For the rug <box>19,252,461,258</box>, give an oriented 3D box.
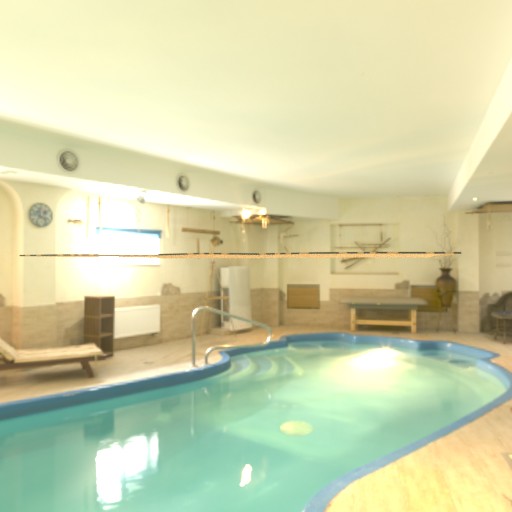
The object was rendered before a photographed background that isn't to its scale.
[{"bbox_3d":[0.000,0.000,2.699,2.135,0.013,1.524,0,-1,18],"label":"rug"}]
